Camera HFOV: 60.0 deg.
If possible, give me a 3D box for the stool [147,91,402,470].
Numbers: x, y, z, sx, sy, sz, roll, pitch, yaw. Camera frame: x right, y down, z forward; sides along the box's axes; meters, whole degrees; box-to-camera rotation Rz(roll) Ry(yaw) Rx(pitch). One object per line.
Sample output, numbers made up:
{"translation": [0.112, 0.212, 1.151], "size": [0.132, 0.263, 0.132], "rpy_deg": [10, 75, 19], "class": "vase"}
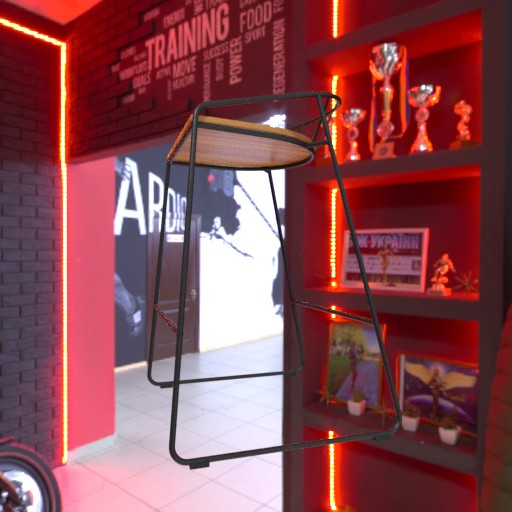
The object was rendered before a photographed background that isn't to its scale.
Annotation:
{"translation": [0.000, 0.000, 1.170], "size": [0.521, 0.812, 0.546], "rpy_deg": [0, 0, -18], "class": "stool"}
